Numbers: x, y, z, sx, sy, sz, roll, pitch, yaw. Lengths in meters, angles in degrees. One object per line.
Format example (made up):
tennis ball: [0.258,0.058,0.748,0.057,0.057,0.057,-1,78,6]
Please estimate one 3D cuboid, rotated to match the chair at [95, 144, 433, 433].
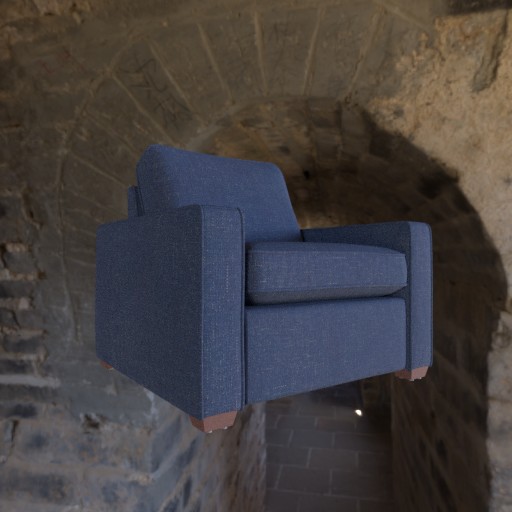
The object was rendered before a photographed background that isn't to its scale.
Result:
chair: [0.000,0.000,1.752,1.017,0.919,0.940,0,-1,-35]
